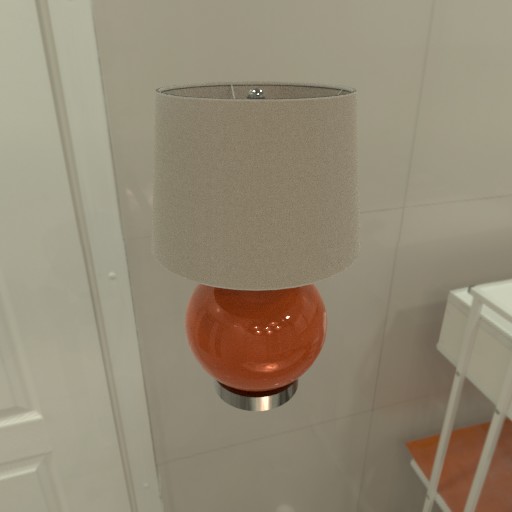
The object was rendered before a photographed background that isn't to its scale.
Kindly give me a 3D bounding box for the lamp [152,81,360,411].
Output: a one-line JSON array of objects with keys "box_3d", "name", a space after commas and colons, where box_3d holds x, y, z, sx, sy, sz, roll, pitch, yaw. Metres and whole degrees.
[{"box_3d": [0.000, 0.000, 0.544, 0.247, 0.387, 0.247, 0, 25, 0], "name": "lamp"}]
